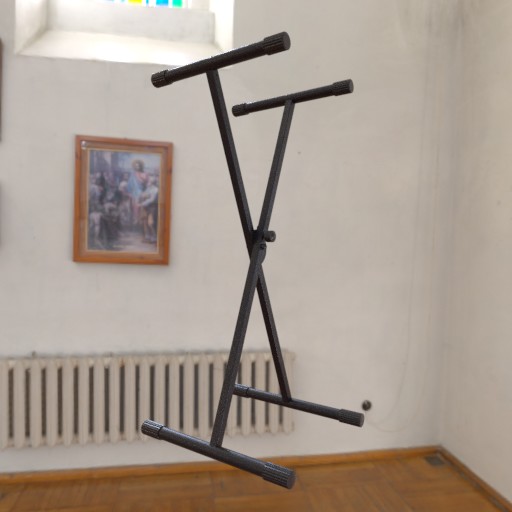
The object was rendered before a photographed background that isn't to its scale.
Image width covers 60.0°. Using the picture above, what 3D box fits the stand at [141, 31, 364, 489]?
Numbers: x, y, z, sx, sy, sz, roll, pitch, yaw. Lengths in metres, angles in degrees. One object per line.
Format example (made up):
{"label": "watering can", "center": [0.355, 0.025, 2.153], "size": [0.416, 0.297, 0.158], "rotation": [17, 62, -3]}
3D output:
{"label": "stand", "center": [0.000, 0.000, 1.179], "size": [0.449, 0.940, 0.409], "rotation": [1, 2, 36]}
